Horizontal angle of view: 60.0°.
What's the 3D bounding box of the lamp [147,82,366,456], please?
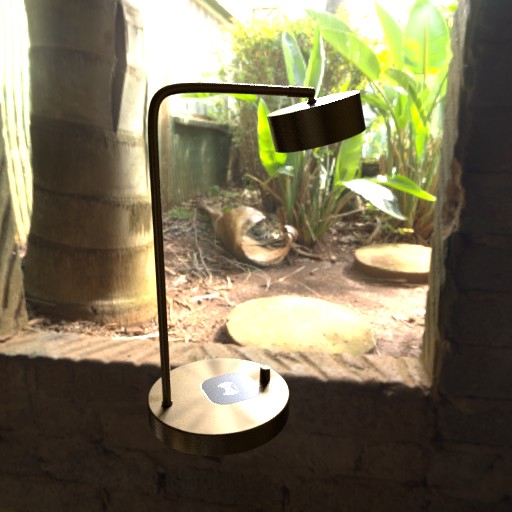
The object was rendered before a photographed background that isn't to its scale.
[{"bbox_3d":[0.000,0.000,0.521,0.270,0.380,0.171,-7,16,-25],"label":"lamp"}]
